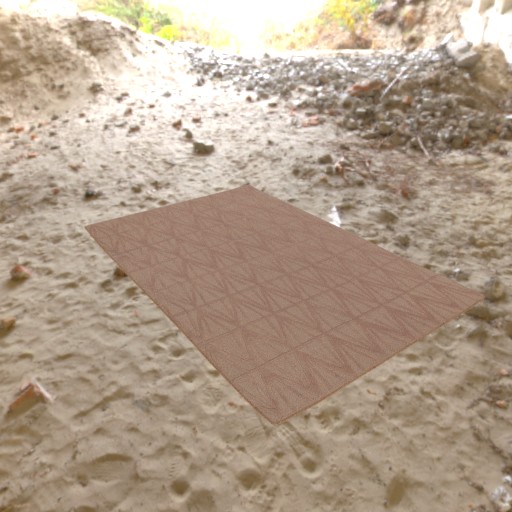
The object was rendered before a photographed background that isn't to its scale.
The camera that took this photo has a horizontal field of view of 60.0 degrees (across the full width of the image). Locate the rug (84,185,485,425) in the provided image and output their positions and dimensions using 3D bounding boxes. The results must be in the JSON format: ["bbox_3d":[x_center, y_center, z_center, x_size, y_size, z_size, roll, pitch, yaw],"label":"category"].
[{"bbox_3d":[0.000,0.000,2.317,1.230,0.025,1.837,-20,34,-31],"label":"rug"}]
